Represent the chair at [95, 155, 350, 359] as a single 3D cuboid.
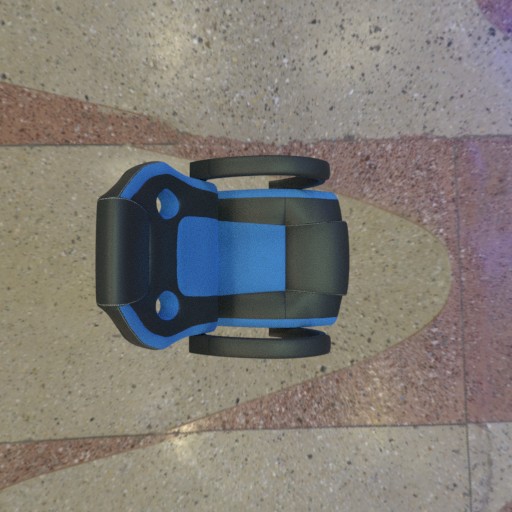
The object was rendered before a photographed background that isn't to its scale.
[{"bbox_3d":[0.000,0.000,1.604,0.724,1.187,0.673,0,88,2],"label":"chair"}]
